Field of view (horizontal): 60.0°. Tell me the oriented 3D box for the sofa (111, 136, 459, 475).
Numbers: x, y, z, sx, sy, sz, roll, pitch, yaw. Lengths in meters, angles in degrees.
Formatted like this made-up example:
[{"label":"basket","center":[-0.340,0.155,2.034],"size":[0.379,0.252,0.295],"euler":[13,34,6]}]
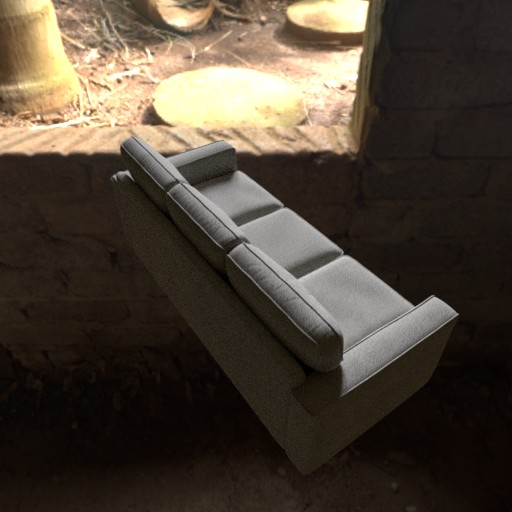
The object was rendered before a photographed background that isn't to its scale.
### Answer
[{"label":"sofa","center":[0.000,0.000,2.656],"size":[0.939,0.965,2.133],"euler":[-25,48,-25]}]
